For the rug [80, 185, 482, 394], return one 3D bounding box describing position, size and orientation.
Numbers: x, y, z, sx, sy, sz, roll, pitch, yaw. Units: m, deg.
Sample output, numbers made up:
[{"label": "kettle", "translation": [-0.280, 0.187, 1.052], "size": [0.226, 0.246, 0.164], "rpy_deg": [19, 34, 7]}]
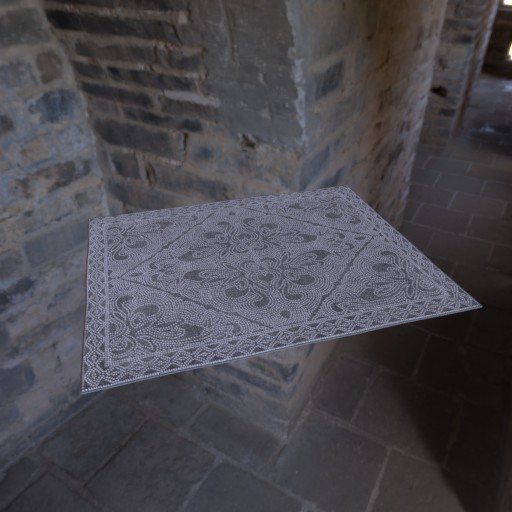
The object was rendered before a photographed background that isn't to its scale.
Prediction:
[{"label": "rug", "translation": [0.000, 0.000, 4.117], "size": [3.048, 0.012, 2.438], "rpy_deg": [-9, 34, -13]}]
